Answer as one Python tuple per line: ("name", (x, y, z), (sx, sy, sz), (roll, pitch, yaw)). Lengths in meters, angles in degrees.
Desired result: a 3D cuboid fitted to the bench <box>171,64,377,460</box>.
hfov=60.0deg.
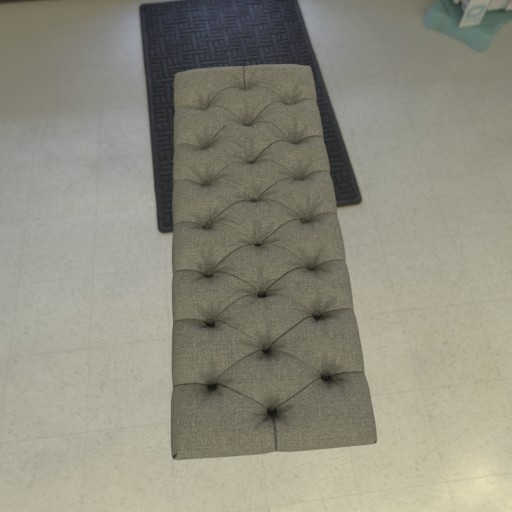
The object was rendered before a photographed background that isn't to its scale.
("bench", (0.000, 0.000, 1.276), (0.417, 0.470, 1.052), (-4, 64, -2))
